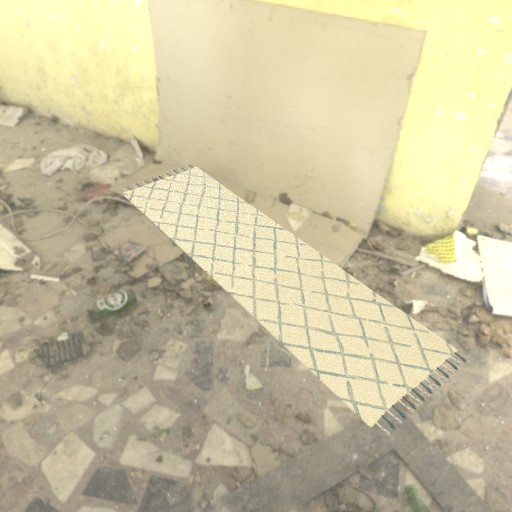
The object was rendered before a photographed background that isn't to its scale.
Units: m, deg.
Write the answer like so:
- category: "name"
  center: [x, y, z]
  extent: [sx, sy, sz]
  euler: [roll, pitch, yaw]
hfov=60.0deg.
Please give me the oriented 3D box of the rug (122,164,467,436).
- category: "rug"
  center: [0.000, 0.000, 2.590]
  extent: [0.620, 0.008, 2.372]
  euler: [-27, 47, -29]
